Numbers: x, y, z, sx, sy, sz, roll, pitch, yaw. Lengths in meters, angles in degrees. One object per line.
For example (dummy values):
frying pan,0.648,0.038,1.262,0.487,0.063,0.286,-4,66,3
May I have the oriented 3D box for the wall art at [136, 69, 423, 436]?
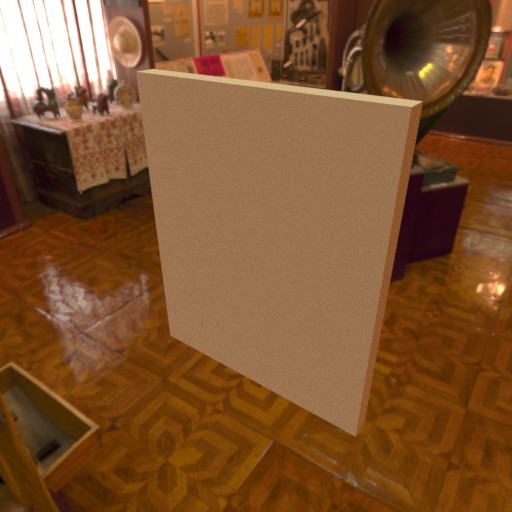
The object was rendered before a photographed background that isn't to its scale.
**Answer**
wall art,0.000,0.000,0.754,0.451,0.553,0.039,20,36,31
